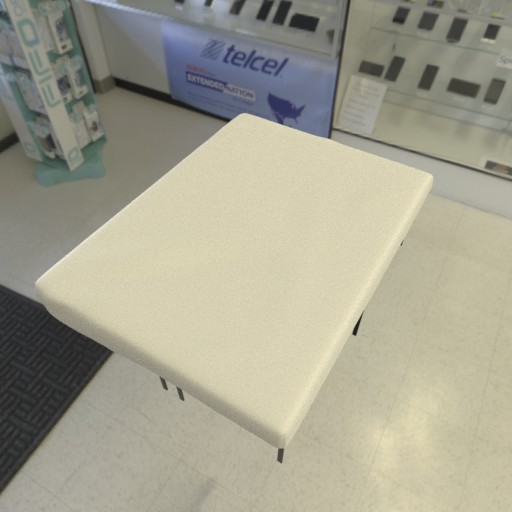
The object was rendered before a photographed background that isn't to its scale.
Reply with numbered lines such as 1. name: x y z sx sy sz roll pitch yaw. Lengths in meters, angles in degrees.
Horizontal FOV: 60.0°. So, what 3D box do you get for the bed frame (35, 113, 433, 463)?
1. bed frame: 0.000 0.000 2.887 1.584 0.667 2.151 25 52 21
